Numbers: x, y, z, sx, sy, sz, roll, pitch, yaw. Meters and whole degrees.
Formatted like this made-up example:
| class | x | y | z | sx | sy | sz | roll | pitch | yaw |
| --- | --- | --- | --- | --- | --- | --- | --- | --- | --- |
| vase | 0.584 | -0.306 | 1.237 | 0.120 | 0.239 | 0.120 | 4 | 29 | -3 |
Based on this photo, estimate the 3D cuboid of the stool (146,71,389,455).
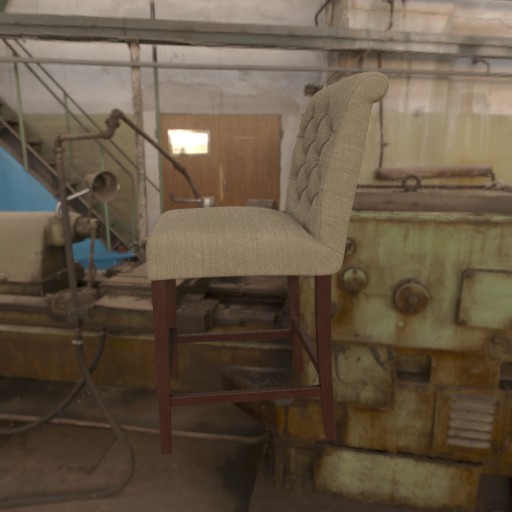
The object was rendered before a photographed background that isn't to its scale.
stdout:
| class | x | y | z | sx | sy | sz | roll | pitch | yaw |
| --- | --- | --- | --- | --- | --- | --- | --- | --- | --- |
| stool | 0.000 | 0.000 | 1.449 | 0.660 | 1.084 | 0.486 | -2 | 14 | -7 |
